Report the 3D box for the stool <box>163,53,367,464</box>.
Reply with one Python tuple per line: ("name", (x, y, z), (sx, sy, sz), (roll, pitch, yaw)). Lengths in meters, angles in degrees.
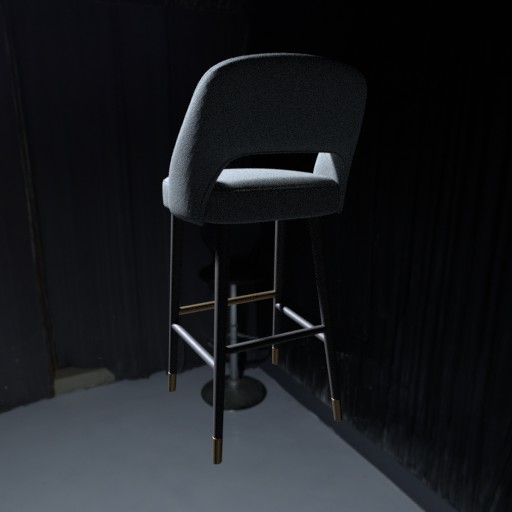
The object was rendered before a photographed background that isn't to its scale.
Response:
("stool", (0.000, 0.000, 1.379), (0.536, 1.089, 0.524), (-8, 17, -26))
